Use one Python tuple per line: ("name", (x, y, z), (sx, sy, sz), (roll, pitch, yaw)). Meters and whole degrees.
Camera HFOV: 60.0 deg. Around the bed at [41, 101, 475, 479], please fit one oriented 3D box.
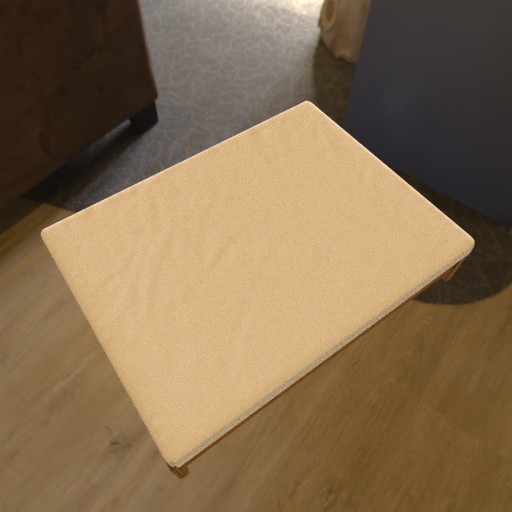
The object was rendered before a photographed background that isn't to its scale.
("bed", (0.000, 0.000, 2.705), (2.016, 0.431, 1.536), (-31, 63, -18))
